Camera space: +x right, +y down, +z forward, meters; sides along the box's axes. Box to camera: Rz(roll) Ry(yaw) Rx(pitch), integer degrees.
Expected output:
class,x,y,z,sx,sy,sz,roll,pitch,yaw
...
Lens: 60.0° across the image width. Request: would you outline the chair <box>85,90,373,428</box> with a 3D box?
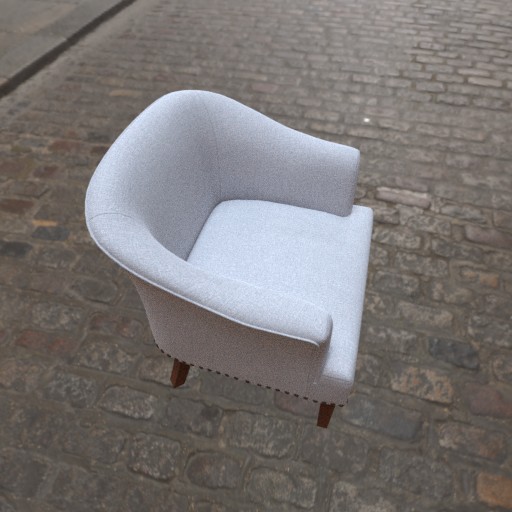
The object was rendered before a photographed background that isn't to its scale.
class,x,y,z,sx,sy,sz,roll,pitch,yaw
chair,0.000,0.000,1.402,0.704,0.815,0.798,11,47,10
